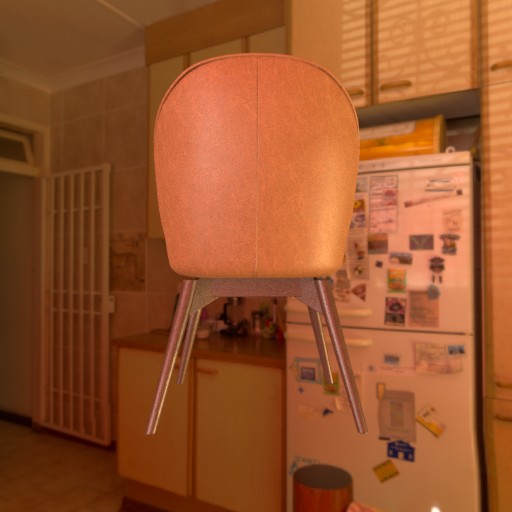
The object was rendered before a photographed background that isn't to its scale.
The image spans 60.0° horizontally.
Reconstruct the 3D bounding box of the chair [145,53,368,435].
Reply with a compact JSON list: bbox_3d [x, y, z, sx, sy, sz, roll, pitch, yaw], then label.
[{"bbox_3d":[0.000,0.000,1.220,0.521,0.831,0.631,0,-1,-1],"label":"chair"}]
